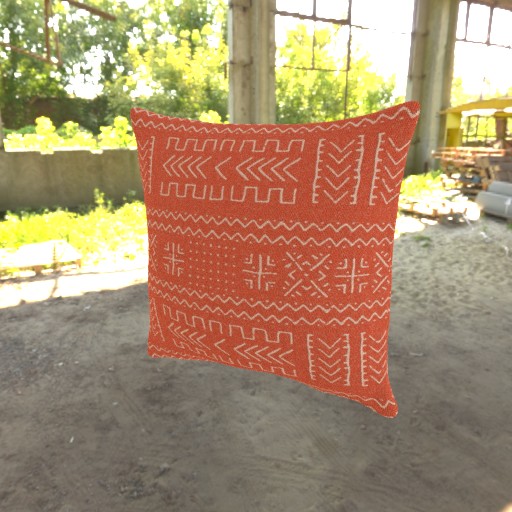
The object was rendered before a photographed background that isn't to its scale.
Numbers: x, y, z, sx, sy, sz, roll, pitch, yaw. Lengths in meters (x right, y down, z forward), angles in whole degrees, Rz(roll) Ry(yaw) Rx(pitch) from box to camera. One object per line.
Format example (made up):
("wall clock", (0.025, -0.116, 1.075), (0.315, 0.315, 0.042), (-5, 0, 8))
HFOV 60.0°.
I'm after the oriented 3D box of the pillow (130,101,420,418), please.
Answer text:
("pillow", (0.000, 0.000, 0.657), (0.438, 0.429, 0.164), (7, 17, 25))
